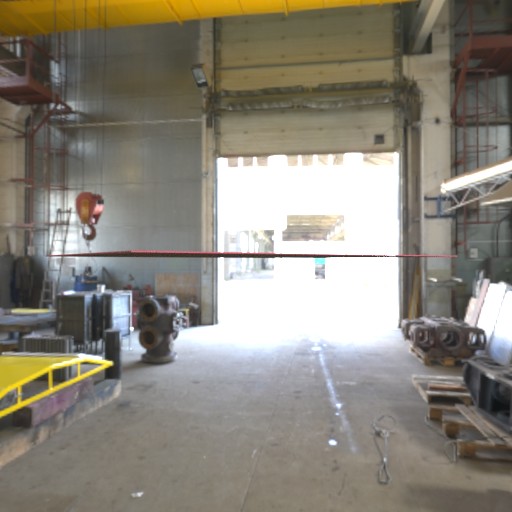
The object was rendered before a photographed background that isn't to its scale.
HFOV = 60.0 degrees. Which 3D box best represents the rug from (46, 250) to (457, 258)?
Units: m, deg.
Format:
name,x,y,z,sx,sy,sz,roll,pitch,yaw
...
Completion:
name,x,y,z,sx,sy,sz,roll,pitch,yaw
rug,0.000,0.000,2.344,1.814,0.008,1.209,1,-1,-36
